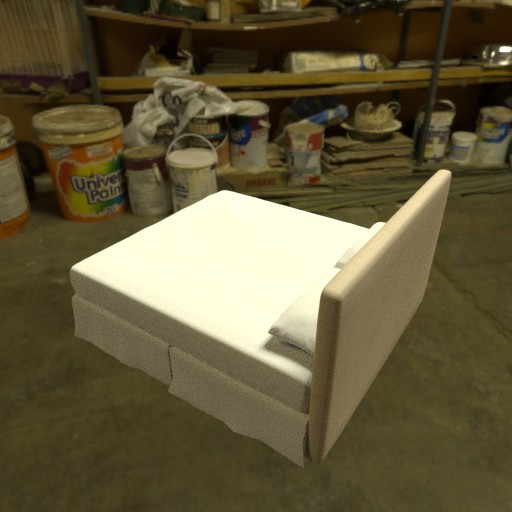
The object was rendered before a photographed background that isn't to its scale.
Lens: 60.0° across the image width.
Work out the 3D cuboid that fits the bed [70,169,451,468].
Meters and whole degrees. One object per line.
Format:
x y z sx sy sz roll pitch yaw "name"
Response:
0.000 0.000 3.584 2.319 1.317 2.119 19 36 29 "bed"
